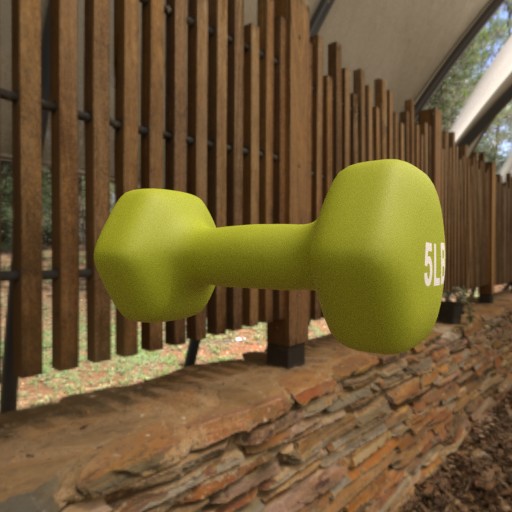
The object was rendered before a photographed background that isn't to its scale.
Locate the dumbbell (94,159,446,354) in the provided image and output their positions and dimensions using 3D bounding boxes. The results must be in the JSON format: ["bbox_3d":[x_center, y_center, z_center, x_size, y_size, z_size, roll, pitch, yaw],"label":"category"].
[{"bbox_3d":[0.000,0.000,0.211,0.164,0.072,0.080,0,1,36],"label":"dumbbell"}]
